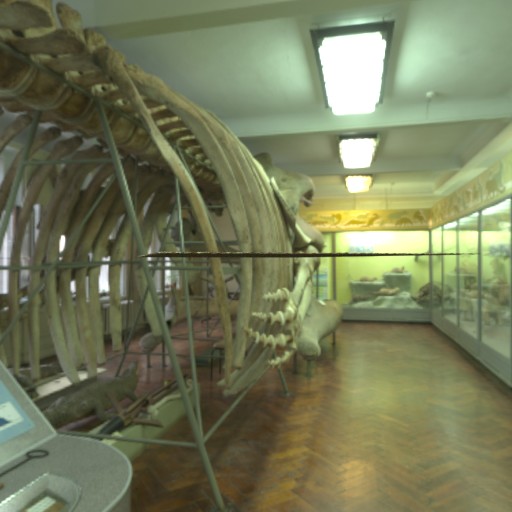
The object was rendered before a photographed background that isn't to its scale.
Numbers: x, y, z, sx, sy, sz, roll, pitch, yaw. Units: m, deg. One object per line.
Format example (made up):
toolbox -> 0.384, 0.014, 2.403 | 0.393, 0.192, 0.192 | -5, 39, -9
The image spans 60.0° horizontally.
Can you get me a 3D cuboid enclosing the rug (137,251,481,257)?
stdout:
rug -> 0.000, 0.000, 3.011 | 1.524, 0.008, 2.438 | 0, -1, -17
